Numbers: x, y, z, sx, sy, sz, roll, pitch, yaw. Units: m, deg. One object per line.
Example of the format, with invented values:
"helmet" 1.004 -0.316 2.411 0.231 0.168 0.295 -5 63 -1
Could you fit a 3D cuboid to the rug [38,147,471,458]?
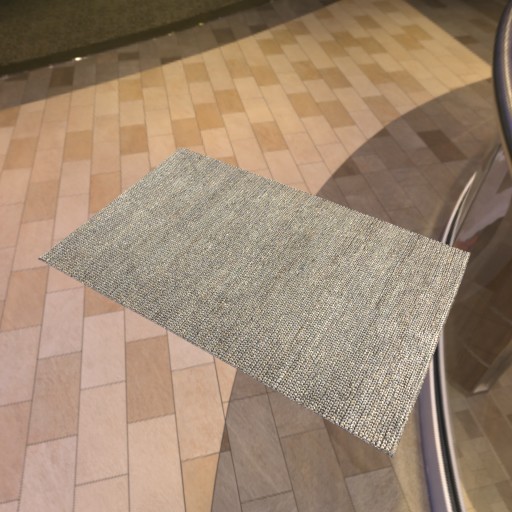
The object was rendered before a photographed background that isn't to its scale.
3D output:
"rug" 0.000 0.000 2.943 2.443 0.021 1.538 24 51 21
